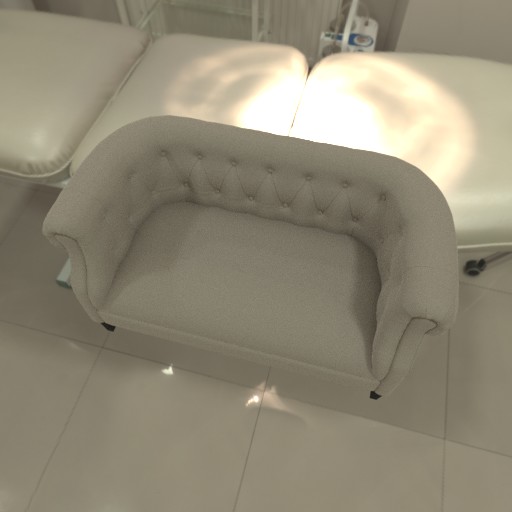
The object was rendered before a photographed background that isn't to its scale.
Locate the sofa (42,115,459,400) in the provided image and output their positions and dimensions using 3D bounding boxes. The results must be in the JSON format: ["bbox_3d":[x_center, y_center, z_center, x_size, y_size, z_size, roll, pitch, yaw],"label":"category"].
[{"bbox_3d":[0.000,0.000,2.025,1.558,0.827,0.835,13,59,8],"label":"sofa"}]
